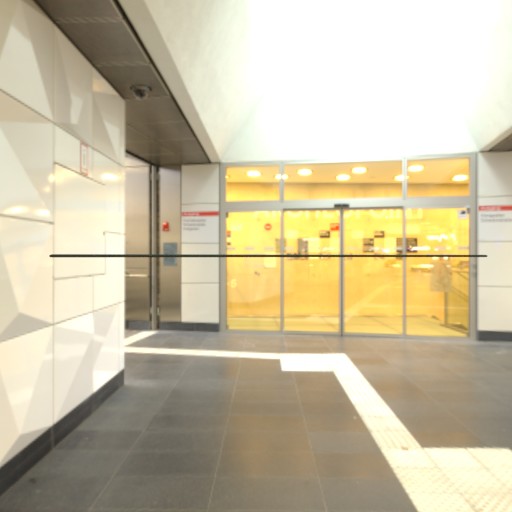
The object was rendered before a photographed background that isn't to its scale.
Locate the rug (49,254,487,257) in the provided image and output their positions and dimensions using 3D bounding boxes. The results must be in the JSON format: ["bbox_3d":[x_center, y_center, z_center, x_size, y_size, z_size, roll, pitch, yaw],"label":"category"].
[{"bbox_3d":[0.000,0.000,2.309,1.829,0.010,1.219,0,0,-18],"label":"rug"}]
